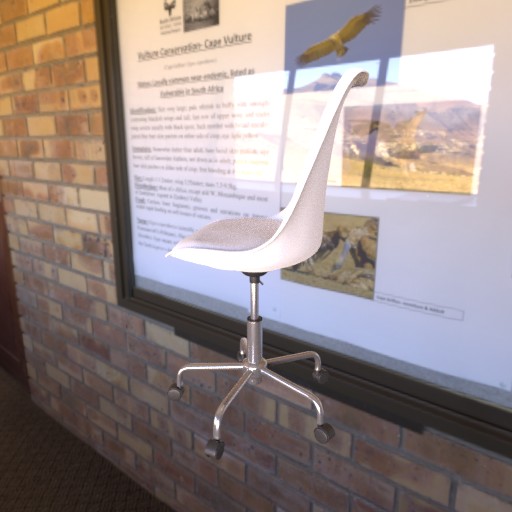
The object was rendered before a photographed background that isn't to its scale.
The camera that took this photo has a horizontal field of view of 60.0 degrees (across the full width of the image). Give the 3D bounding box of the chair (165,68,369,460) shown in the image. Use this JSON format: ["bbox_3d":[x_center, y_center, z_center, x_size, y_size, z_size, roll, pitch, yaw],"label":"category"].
[{"bbox_3d":[0.000,0.000,1.237,0.550,0.930,0.550,2,14,7],"label":"chair"}]
